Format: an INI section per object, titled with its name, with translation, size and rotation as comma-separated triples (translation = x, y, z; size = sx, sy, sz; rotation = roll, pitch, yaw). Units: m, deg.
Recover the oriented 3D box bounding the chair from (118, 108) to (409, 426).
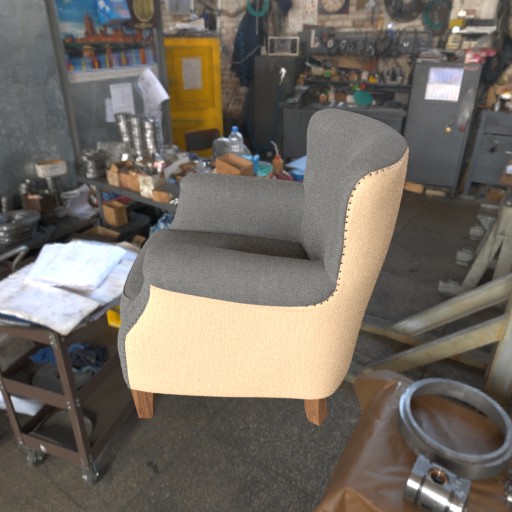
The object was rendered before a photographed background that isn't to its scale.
[chair]
translation = 0.000, 0.000, 1.618
size = 0.921, 0.936, 0.861
rotation = 0, 27, 1
